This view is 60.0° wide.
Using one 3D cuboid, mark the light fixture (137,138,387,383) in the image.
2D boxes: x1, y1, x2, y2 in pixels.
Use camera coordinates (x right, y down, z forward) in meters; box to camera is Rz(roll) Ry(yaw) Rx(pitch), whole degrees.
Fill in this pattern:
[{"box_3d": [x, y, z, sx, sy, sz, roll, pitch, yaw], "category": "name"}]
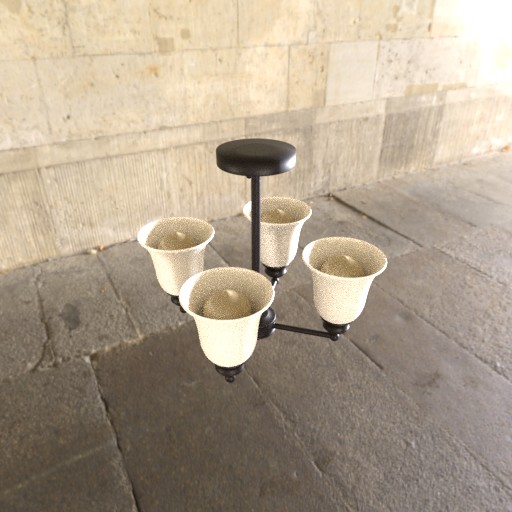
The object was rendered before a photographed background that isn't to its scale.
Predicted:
[{"box_3d": [0.000, 0.000, 1.893, 1.069, 0.925, 1.069, 8, 31, 14], "category": "light fixture"}]
